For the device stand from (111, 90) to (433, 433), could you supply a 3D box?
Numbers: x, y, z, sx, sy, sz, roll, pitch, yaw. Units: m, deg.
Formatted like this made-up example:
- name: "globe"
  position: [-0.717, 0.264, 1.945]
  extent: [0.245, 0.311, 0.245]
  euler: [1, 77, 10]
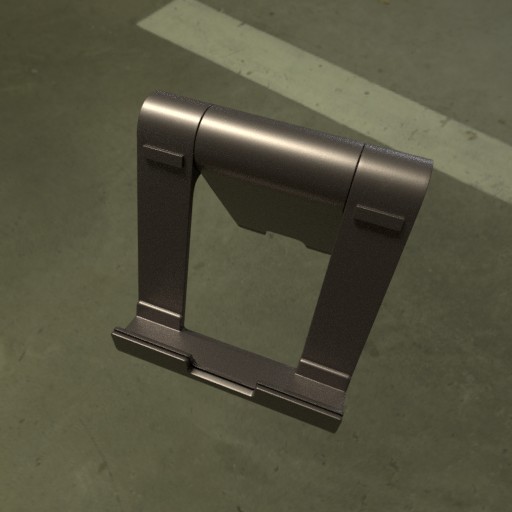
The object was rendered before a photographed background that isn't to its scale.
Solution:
- name: "device stand"
  position: [0.000, 0.000, 0.154]
  extent: [0.088, 0.084, 0.079]
  euler: [18, 59, 11]
